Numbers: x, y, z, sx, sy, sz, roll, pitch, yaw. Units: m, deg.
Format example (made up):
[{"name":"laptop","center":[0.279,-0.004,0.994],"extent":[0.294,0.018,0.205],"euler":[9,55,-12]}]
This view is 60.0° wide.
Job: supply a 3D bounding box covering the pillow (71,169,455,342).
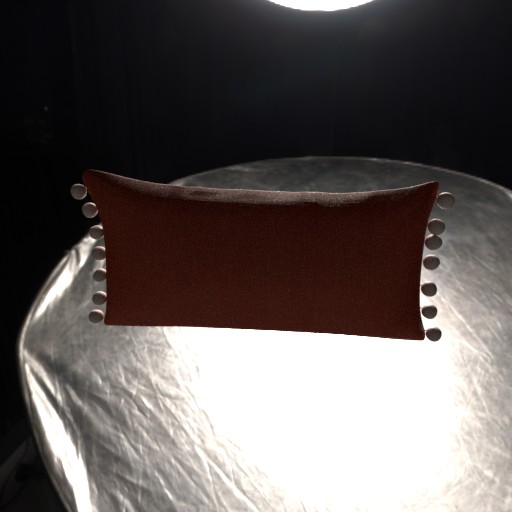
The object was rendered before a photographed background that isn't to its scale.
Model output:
[{"name":"pillow","center":[0.000,0.000,0.853],"extent":[0.709,0.322,0.201],"euler":[2,16,7]}]
